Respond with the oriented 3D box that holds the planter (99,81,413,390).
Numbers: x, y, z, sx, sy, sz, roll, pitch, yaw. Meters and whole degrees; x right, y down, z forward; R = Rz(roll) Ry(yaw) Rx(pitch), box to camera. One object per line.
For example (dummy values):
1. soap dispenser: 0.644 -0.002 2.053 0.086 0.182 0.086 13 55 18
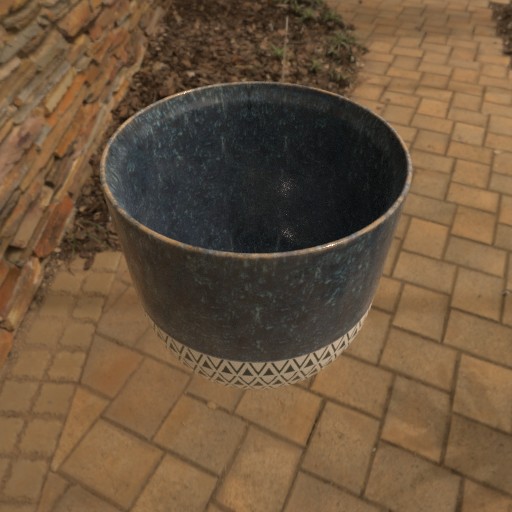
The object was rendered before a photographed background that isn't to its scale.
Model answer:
1. planter: 0.000 0.000 0.482 0.266 0.270 0.266 0 46 0
